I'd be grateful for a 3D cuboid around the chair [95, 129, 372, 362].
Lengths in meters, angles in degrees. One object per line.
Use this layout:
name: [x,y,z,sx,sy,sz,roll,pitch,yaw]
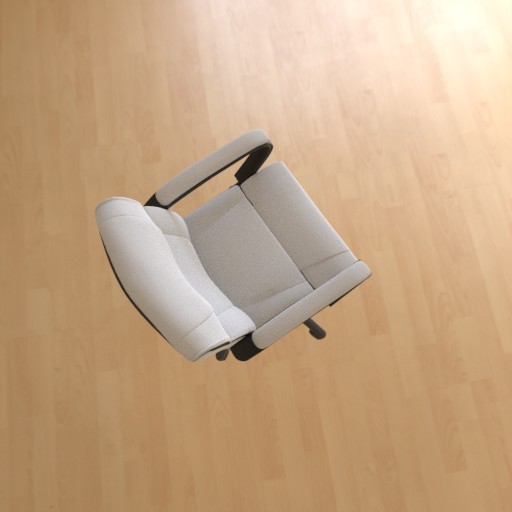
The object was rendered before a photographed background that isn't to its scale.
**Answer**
chair: [0.000,0.000,1.508,0.717,1.004,0.739,-33,79,-8]
